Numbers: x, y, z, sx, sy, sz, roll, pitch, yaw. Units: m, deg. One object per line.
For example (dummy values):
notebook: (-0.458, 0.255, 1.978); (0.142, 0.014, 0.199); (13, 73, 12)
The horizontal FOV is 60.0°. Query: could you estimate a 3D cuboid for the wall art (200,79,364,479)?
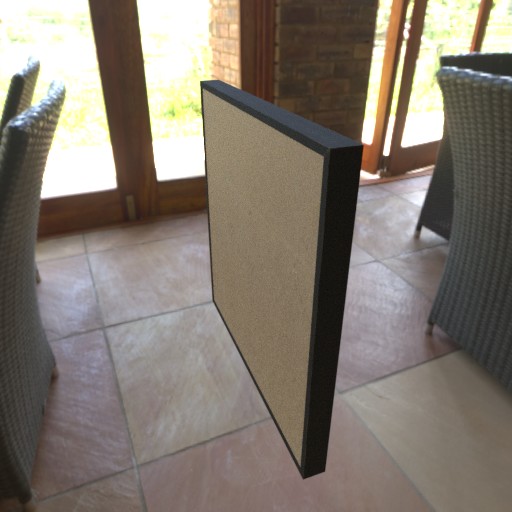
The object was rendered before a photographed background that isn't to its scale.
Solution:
wall art: (0.000, 0.000, 0.765); (0.038, 0.508, 0.508); (-10, 31, -18)
